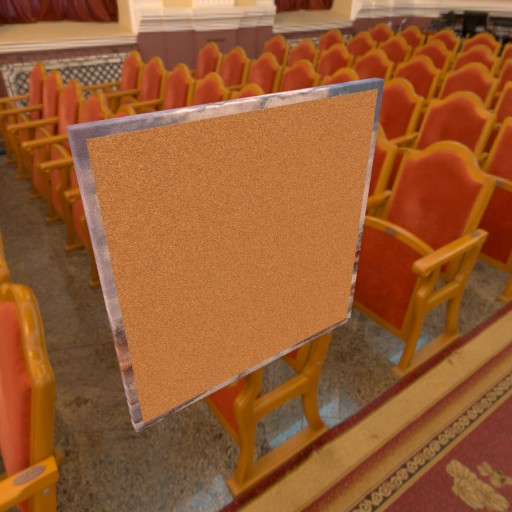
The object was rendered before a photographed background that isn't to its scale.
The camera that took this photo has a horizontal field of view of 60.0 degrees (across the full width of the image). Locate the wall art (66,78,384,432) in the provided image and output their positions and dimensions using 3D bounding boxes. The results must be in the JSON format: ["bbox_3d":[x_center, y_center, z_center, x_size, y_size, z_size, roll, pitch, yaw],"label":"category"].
[{"bbox_3d":[0.000,0.000,1.485,1.010,1.020,0.040,-20,37,-30],"label":"wall art"}]
